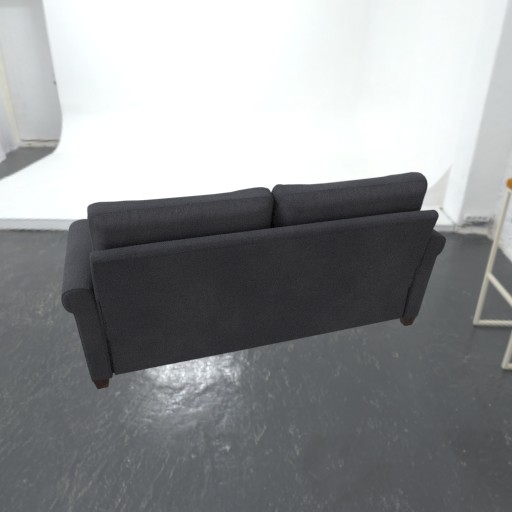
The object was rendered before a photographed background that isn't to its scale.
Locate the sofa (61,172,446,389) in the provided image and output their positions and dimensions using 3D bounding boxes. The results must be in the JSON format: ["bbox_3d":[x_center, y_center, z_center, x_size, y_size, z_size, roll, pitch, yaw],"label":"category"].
[{"bbox_3d":[0.000,0.000,2.441,1.935,0.942,0.842,-8,27,-16],"label":"sofa"}]
